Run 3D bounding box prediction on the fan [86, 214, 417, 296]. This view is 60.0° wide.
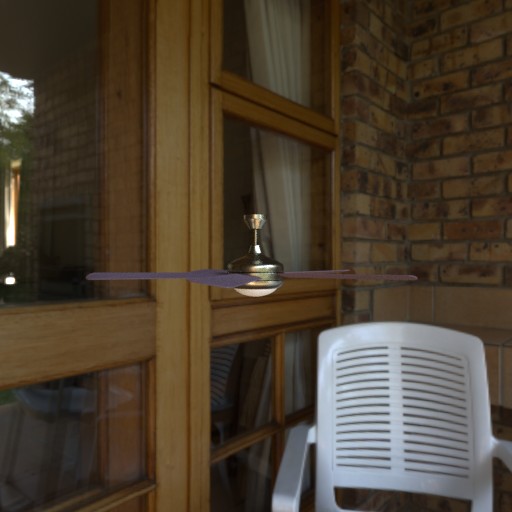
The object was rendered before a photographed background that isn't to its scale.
[{"bbox_3d":[0.000,0.000,1.948,1.321,0.356,1.321,0,0,35],"label":"fan"}]
